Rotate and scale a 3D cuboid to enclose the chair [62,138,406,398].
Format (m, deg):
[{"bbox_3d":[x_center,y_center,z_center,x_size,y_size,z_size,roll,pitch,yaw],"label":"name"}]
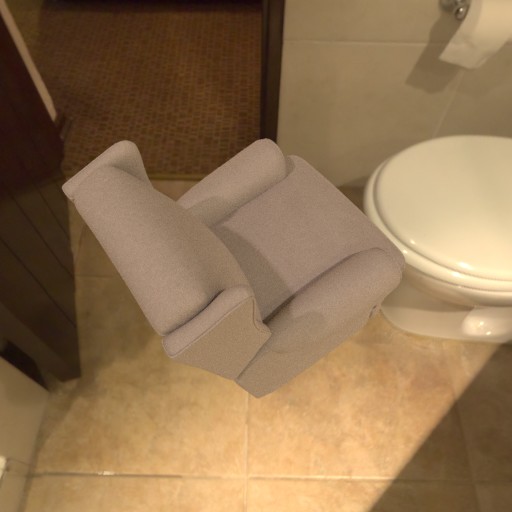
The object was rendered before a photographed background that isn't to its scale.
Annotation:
[{"bbox_3d":[0.000,0.000,1.689,0.969,1.011,0.847,-31,63,-18],"label":"chair"}]
